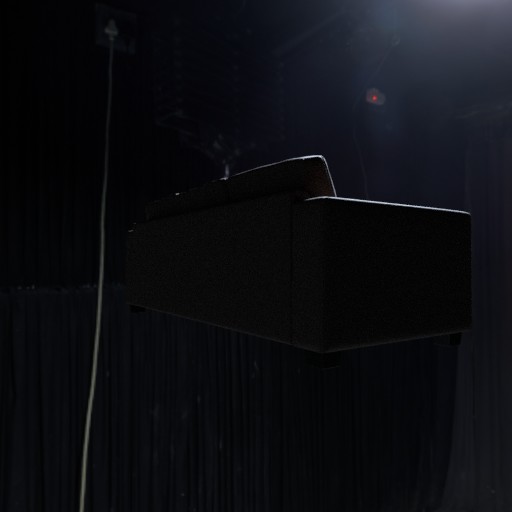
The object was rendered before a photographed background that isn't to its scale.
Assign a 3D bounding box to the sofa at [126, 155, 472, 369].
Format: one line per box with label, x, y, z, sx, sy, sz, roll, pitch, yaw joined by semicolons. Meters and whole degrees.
sofa;0.000;0.000;2.612;0.900;0.806;2.160;0;-1;-34
